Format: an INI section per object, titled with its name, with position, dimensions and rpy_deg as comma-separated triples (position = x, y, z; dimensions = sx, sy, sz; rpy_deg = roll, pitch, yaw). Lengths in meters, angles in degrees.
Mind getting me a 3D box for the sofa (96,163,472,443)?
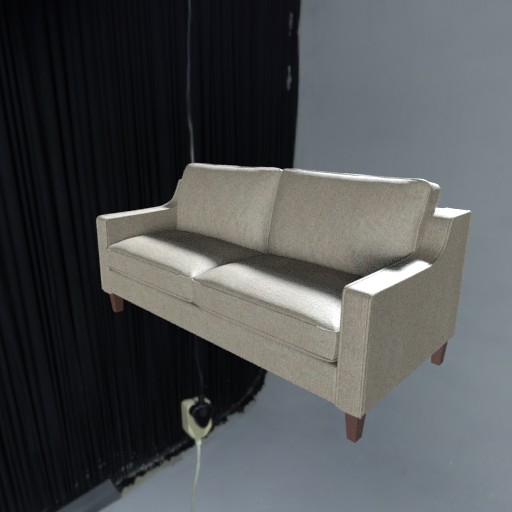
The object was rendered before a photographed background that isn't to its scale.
[sofa]
position = 0.000, 0.000, 2.803
dimensions = 2.181, 1.074, 1.073
rpy_deg = 15, 22, 41
